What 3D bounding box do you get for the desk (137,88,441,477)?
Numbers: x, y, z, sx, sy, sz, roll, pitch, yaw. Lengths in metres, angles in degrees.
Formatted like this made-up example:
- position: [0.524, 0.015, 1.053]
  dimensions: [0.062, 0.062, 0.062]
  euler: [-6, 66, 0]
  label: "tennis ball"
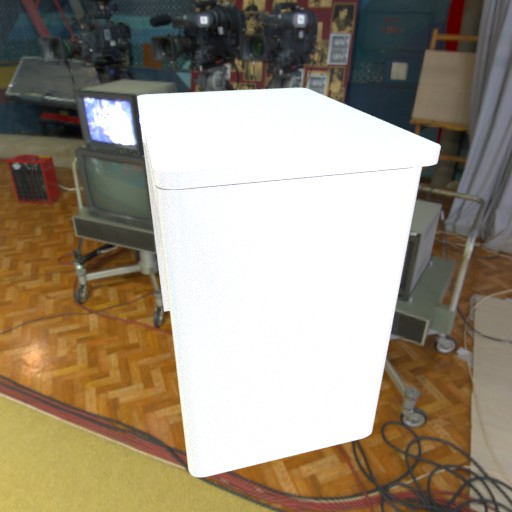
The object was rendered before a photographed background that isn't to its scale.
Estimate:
- position: [0.000, 0.000, 1.293]
  dimensions: [0.549, 0.800, 0.762]
  euler: [-8, 30, -13]
  label: "desk"
